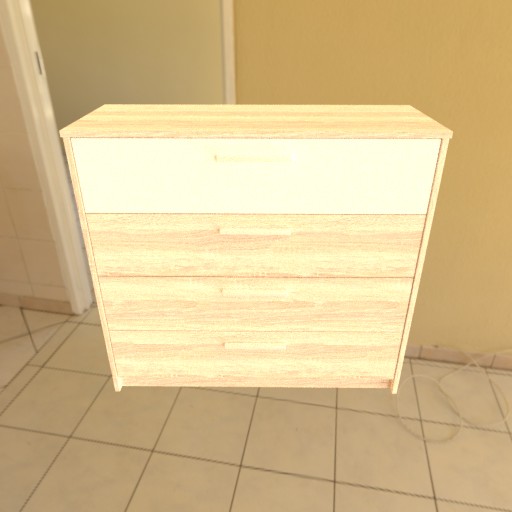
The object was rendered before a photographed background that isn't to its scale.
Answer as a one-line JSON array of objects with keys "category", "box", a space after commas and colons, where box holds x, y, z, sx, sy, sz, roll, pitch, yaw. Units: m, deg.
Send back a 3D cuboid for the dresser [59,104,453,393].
[{"category": "dresser", "box": [0.000, 0.000, 1.473, 0.980, 0.900, 0.380, 0, 29, 1]}]
